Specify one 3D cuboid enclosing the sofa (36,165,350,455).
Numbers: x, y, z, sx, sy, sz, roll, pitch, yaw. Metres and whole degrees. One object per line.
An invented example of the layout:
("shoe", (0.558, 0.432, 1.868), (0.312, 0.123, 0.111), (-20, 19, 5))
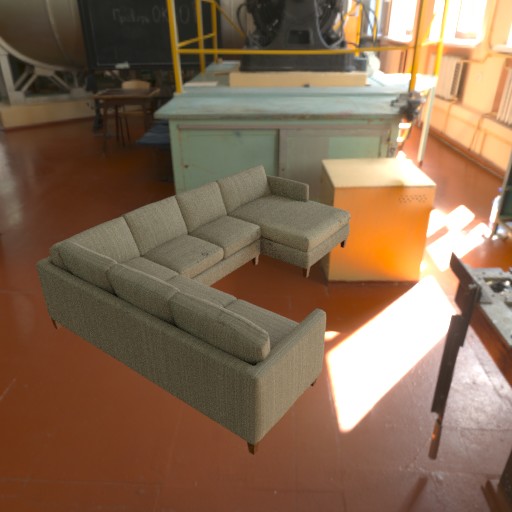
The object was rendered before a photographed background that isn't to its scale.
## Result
("sofa", (0.000, 0.000, 4.749), (2.594, 0.961, 3.460), (19, 33, 32))
